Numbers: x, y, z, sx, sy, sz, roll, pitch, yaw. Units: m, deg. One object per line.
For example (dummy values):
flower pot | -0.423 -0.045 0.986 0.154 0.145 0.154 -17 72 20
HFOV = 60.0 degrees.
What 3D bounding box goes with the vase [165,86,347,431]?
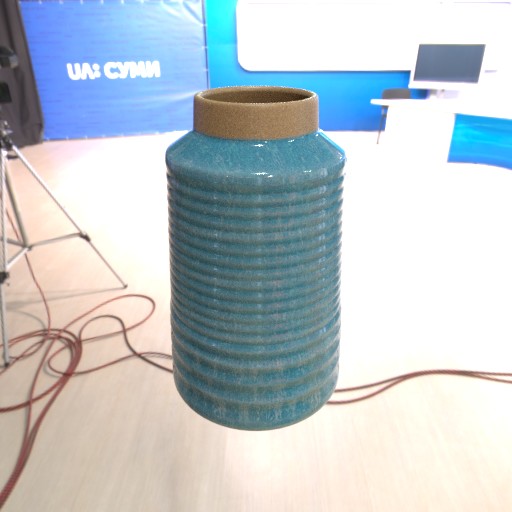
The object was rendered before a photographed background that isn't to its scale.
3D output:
vase | 0.000 0.000 0.384 0.163 0.267 0.163 0 28 0
